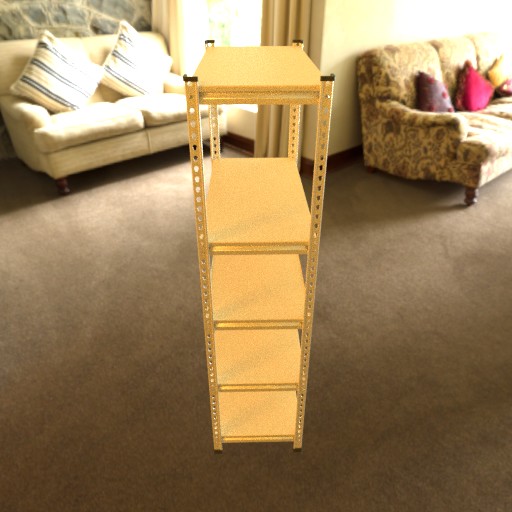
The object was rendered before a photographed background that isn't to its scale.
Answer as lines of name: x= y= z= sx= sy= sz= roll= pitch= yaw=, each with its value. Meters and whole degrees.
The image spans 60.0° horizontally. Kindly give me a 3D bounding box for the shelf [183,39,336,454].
shelf: x=0.000 y=0.000 z=2.185 sx=0.457 sy=1.829 sz=0.914 roll=-1 pitch=32 yaw=-1
